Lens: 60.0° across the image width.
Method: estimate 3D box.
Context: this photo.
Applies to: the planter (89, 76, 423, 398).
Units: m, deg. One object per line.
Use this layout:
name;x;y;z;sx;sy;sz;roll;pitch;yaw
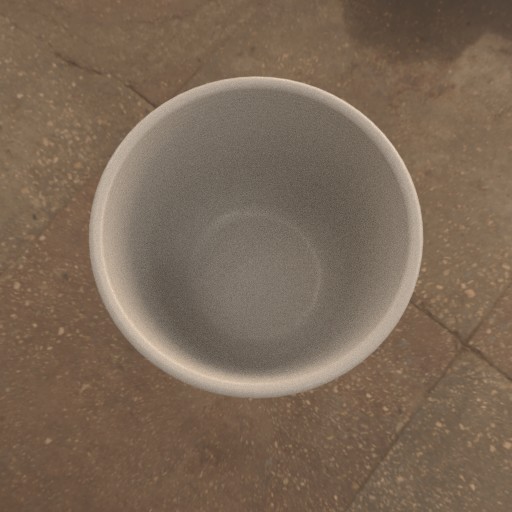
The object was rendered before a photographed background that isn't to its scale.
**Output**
planter;0.000;0.000;0.216;0.124;0.109;0.124;0;77;0
